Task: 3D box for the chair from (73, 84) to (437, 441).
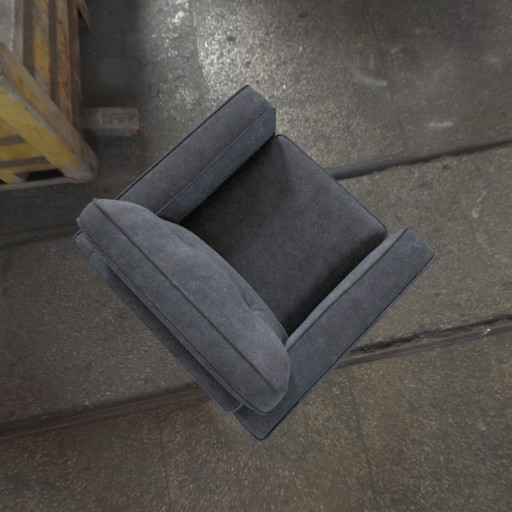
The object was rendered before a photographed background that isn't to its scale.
[{"bbox_3d":[0.000,0.000,1.775,0.939,0.965,1.015,-44,81,-9],"label":"chair"}]
